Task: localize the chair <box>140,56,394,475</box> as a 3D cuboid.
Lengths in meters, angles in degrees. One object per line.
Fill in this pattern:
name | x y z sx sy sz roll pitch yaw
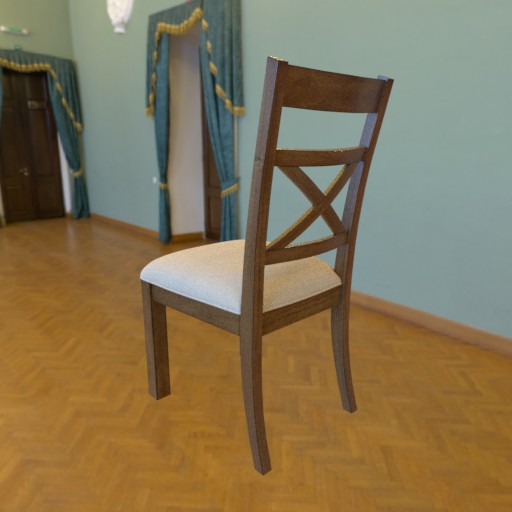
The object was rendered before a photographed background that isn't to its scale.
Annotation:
chair | 0.000 0.000 1.265 0.461 0.949 0.581 -14 20 -41
